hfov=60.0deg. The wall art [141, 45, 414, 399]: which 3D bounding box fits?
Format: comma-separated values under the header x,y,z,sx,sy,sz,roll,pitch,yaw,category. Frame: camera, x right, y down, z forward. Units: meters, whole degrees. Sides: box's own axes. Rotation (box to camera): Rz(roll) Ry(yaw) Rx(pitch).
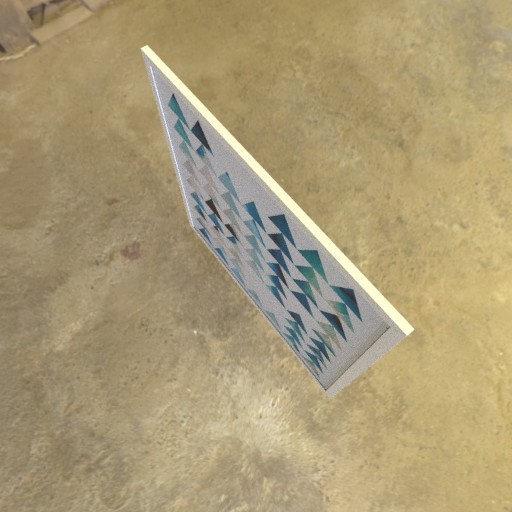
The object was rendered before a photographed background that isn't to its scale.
x,y,z,sx,sy,sz,roll,pitch,yaw,category
0.000,0.000,0.832,0.012,0.557,0.557,-35,70,-15,wall art
